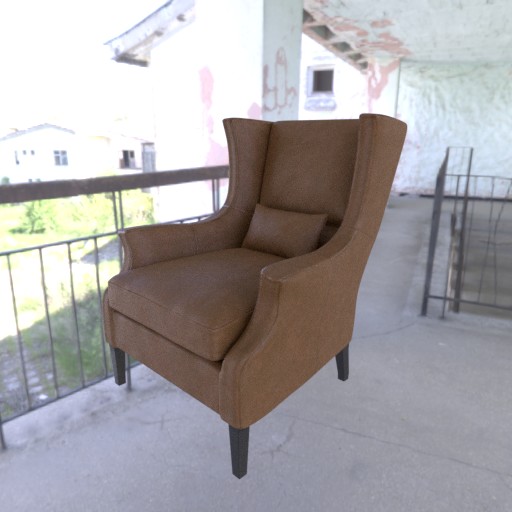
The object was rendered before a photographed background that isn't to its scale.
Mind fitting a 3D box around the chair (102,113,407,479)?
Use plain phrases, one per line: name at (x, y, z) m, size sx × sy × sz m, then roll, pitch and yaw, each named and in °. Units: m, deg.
chair at (0.000, 0.000, 1.667) m, size 0.852 × 1.016 × 0.925 m, roll 15°, pitch 21°, yaw 43°
